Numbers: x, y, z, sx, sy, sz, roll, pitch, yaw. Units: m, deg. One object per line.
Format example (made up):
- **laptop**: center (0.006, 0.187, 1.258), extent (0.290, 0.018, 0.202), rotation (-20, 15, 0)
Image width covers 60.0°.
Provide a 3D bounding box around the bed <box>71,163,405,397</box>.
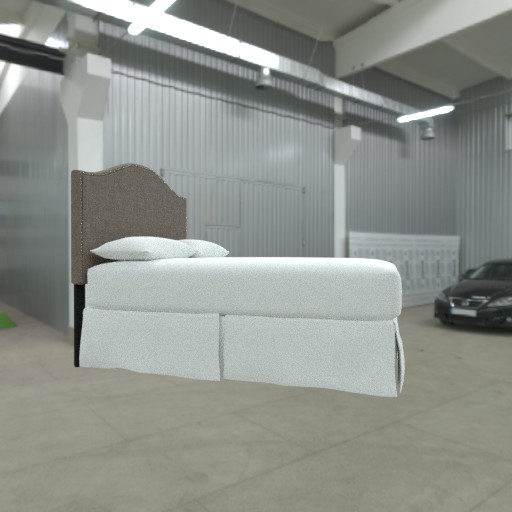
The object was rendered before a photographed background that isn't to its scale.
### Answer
- **bed**: center (0.000, 0.000, 3.422), extent (2.153, 1.518, 1.713), rotation (0, 0, 17)
